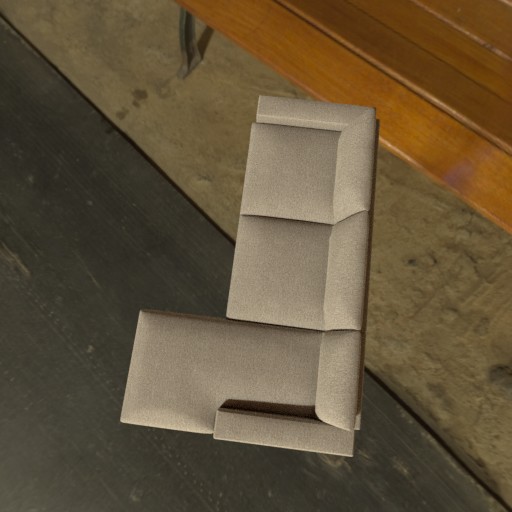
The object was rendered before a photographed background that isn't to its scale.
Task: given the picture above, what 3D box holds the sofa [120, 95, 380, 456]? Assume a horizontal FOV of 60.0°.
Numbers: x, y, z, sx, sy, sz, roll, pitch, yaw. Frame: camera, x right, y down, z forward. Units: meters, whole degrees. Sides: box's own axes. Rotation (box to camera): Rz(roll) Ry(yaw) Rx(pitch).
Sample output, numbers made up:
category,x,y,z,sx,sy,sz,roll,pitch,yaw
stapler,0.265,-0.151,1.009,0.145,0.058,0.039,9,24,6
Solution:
category,x,y,z,sx,sy,sz,roll,pitch,yaw
sofa,0.000,0.000,3.487,1.689,0.813,2.718,7,77,2
